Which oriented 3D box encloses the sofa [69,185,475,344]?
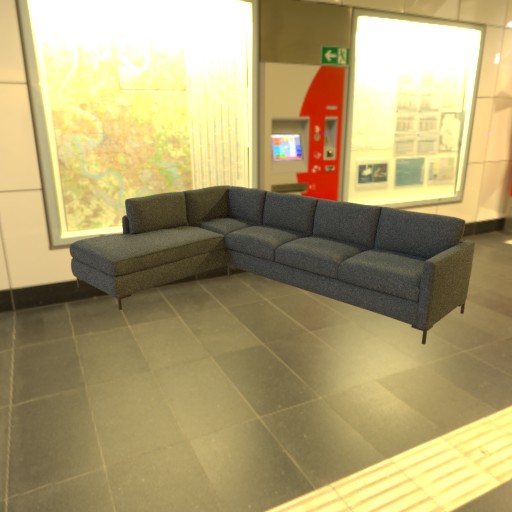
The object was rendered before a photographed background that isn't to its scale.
[{"bbox_3d":[0.000,0.000,3.820,2.949,0.815,2.007,16,23,41],"label":"sofa"}]
